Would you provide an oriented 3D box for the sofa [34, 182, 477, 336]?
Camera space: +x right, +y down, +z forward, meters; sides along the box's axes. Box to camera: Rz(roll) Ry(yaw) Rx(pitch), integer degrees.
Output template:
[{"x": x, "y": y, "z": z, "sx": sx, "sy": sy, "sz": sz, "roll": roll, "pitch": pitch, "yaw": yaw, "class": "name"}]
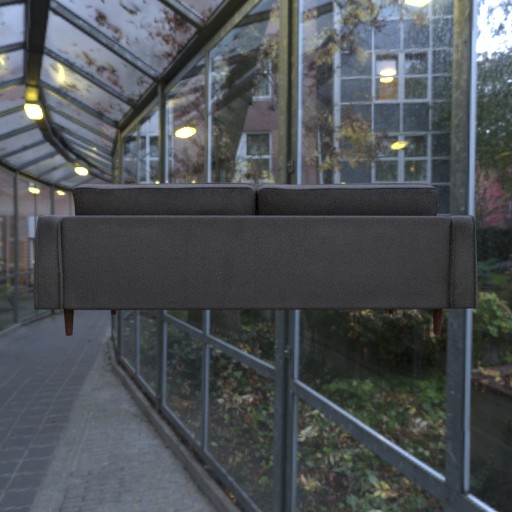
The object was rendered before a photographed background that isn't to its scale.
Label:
[{"x": 0.000, "y": 0.000, "z": 2.686, "sx": 2.295, "sy": 0.813, "sz": 0.923, "roll": 0, "pitch": 1, "yaw": -1, "class": "sofa"}]
